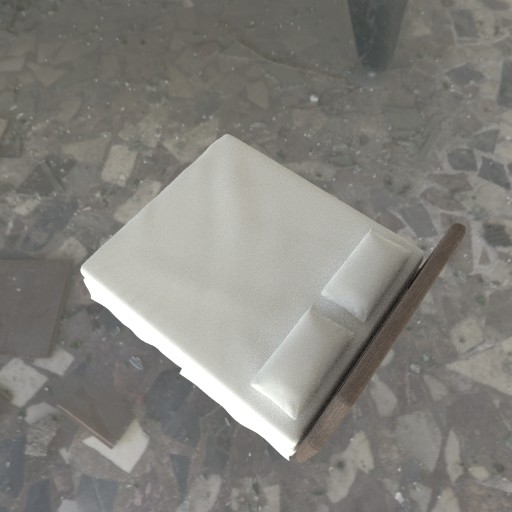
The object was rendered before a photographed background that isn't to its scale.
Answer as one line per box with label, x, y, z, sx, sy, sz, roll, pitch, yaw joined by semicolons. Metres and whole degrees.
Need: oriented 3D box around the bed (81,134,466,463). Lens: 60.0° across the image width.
bed;0.000;0.000;4.129;2.773;1.590;2.350;35;67;17
